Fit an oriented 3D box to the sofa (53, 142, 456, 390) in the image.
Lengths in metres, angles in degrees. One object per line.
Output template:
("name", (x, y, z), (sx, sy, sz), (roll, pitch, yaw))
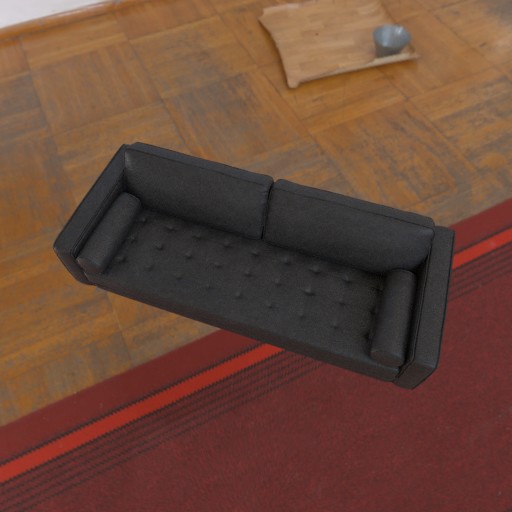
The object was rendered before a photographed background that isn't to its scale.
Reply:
("sofa", (0.000, 0.000, 2.708), (2.210, 0.762, 0.914), (16, 60, 10))
